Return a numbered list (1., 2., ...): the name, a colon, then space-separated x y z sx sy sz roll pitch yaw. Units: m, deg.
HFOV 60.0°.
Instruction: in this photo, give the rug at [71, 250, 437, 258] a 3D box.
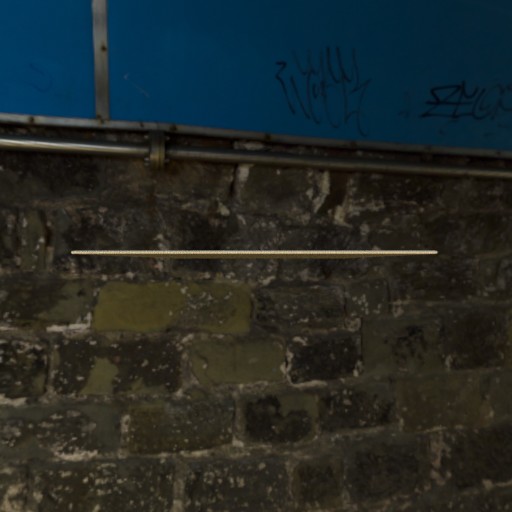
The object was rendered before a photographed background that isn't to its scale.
1. rug: 0.000 0.000 2.380 1.219 0.010 1.829 0 -1 0
